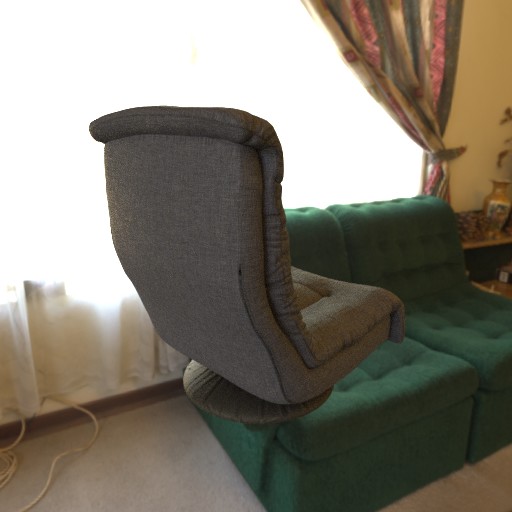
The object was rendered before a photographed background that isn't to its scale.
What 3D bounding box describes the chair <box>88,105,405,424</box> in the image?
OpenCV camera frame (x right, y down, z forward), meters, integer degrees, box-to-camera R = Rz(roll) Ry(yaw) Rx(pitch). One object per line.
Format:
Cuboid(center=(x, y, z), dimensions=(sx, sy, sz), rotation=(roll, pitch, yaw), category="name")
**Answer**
Cuboid(center=(0.000, 0.000, 1.196), dimensions=(0.668, 0.749, 0.597), rotation=(-15, 21, -43), category="chair")
